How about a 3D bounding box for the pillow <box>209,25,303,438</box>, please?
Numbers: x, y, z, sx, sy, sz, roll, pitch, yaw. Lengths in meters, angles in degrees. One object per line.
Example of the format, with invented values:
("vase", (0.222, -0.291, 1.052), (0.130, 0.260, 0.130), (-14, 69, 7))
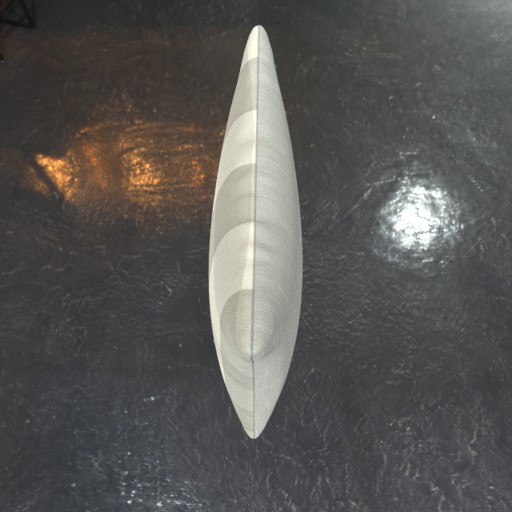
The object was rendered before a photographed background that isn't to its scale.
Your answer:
("pillow", (0.000, 0.000, 0.754), (0.161, 0.509, 0.511), (1, 59, 0))
